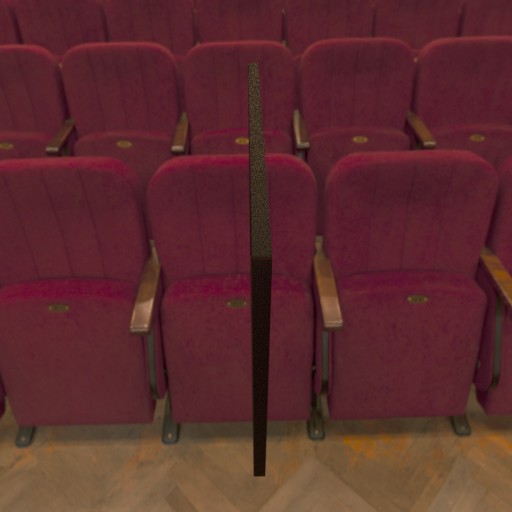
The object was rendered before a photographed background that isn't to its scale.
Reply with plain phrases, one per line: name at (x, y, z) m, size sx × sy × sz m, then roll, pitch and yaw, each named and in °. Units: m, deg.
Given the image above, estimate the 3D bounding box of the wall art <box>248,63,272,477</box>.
wall art at (0.000, 0.000, 0.732) m, size 0.018 × 0.450 × 0.521 m, roll -1°, pitch 41°, yaw -1°
